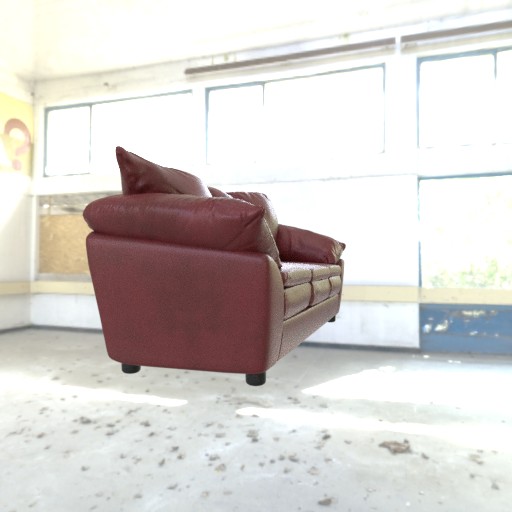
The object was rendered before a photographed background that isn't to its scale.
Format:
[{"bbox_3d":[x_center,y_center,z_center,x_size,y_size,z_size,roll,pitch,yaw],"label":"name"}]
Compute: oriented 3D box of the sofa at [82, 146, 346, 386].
[{"bbox_3d":[0.000,0.000,2.896,0.907,1.091,2.390,0,0,19],"label":"sofa"}]
